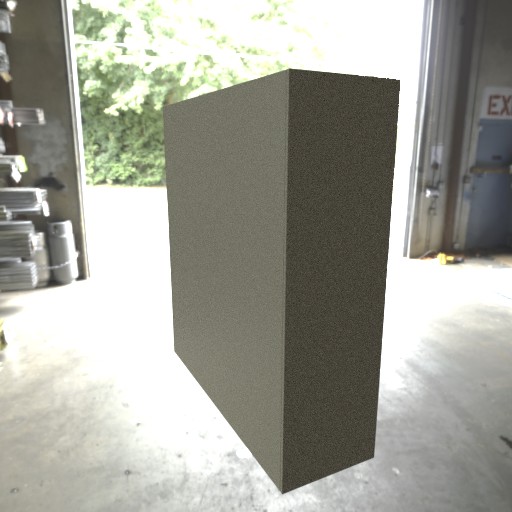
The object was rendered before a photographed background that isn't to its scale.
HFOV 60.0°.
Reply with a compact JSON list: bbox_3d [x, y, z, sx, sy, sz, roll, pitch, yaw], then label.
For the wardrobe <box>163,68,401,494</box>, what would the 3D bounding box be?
[{"bbox_3d":[0.000,0.000,2.855,0.629,1.960,1.780,-7,15,-26],"label":"wardrobe"}]
